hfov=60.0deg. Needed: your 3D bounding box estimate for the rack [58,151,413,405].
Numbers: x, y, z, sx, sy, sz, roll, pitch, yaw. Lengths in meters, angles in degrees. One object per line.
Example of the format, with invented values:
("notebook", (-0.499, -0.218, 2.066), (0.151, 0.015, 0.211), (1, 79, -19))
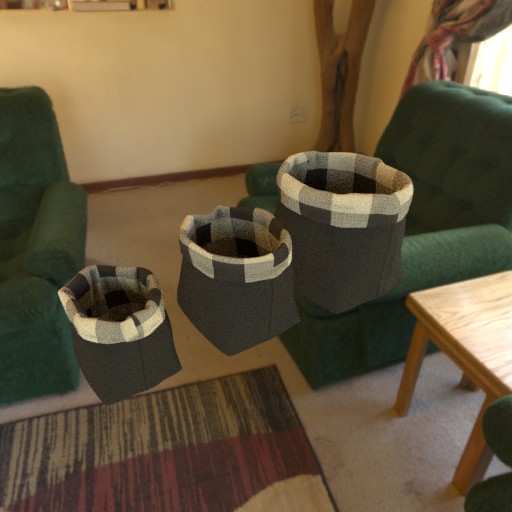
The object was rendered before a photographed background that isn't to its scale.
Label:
("rack", (0.000, 0.000, 1.087), (0.889, 0.329, 0.370), (-20, 37, -29))
